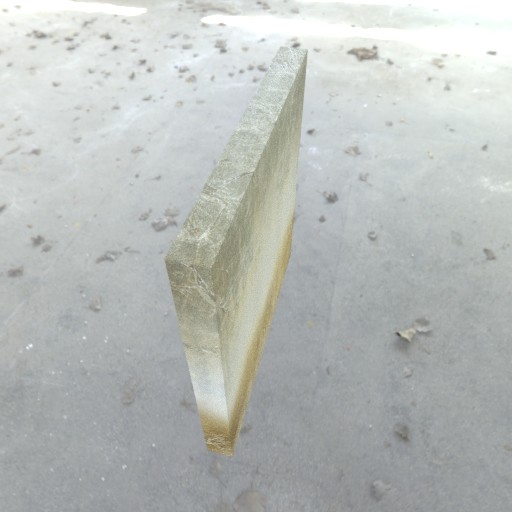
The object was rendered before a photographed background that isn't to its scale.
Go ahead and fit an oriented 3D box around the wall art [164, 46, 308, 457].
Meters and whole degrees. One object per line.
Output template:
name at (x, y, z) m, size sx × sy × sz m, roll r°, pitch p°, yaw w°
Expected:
wall art at (0.000, 0.000, 0.616) m, size 0.038 × 0.407 × 0.405 m, roll 11°, pitch 48°, yaw 10°
